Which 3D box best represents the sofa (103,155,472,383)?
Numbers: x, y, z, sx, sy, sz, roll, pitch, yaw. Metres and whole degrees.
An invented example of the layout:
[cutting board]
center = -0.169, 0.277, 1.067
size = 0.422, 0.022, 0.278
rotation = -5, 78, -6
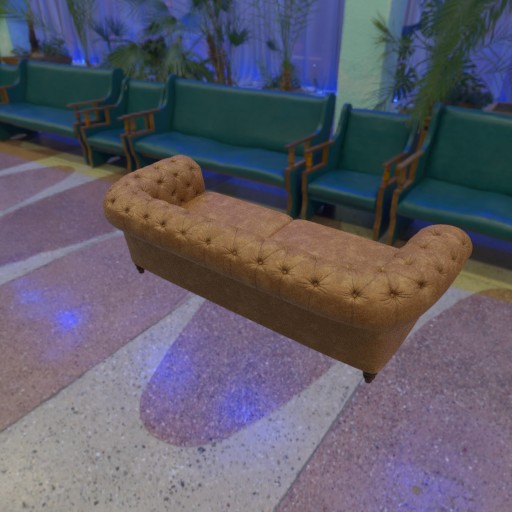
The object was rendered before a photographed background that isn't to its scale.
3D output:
[sofa]
center = 0.000, 0.000, 2.912
size = 2.365, 0.760, 0.989
rotation = 21, 37, 30
